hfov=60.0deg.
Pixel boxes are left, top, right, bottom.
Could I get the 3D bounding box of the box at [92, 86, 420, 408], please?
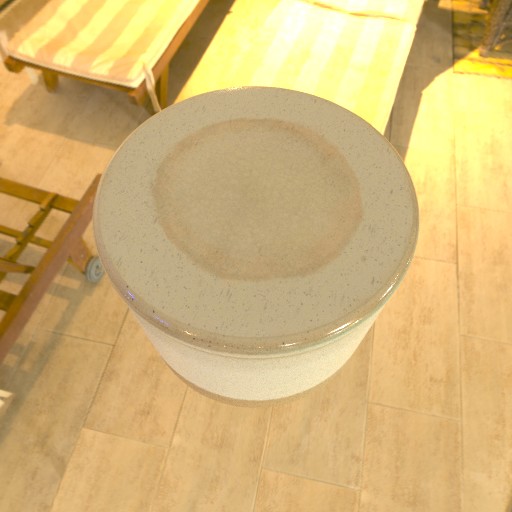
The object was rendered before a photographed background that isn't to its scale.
[{"bbox_3d":[0.000,0.000,0.260,0.154,0.123,0.154,0,60,0],"label":"box"}]
